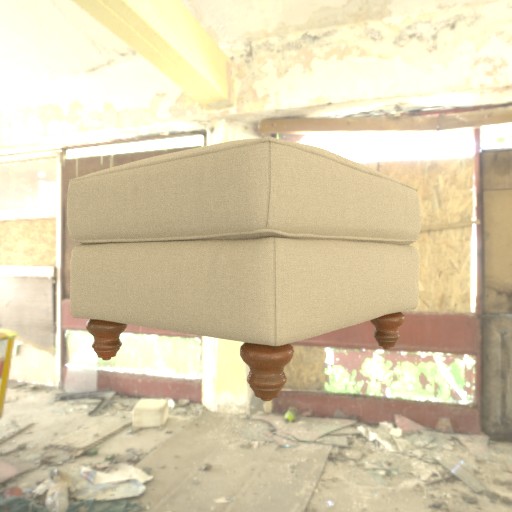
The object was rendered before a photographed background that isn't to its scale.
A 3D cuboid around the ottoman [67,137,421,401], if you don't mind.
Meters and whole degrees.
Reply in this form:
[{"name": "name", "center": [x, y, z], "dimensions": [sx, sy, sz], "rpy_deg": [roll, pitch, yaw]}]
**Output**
[{"name": "ottoman", "center": [0.000, 0.000, 1.147], "dimensions": [0.662, 0.505, 0.716], "rpy_deg": [0, 0, 38]}]
